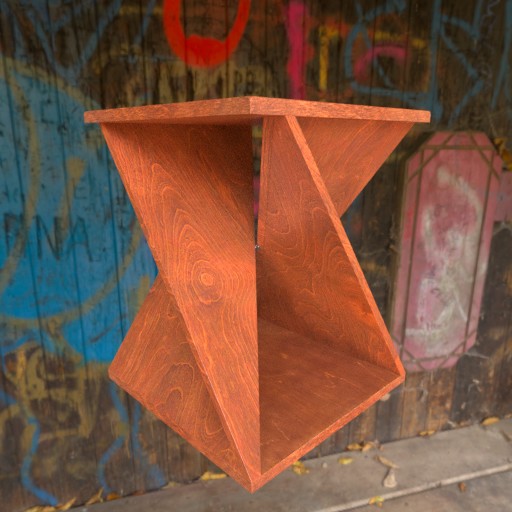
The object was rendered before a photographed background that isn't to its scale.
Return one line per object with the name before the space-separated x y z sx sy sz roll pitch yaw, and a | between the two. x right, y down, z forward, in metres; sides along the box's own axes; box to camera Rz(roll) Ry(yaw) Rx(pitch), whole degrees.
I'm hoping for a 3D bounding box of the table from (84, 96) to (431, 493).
table | 0.000 0.000 0.838 0.427 0.520 0.427 -14 20 -42
